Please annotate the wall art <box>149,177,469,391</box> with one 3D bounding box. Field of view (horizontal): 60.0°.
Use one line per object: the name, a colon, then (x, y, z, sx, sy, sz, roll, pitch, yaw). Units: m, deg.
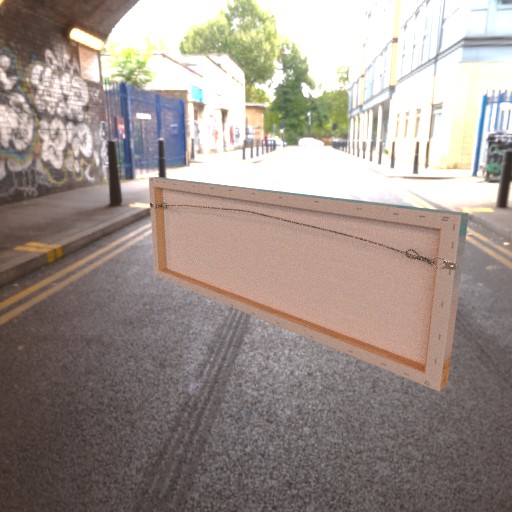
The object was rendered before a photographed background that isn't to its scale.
wall art: (0.000, 0.000, 0.858, 0.044, 0.254, 0.759, -14, 20, -42)
